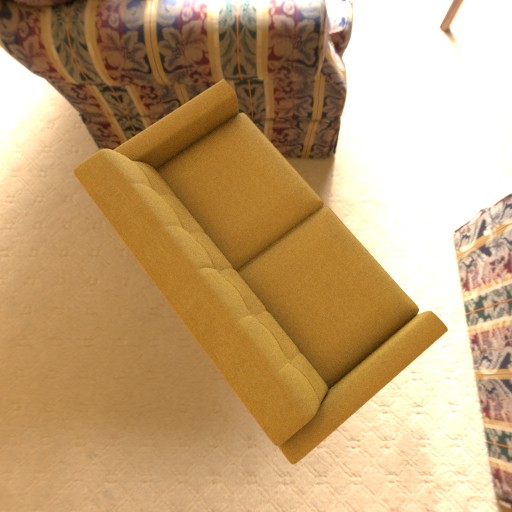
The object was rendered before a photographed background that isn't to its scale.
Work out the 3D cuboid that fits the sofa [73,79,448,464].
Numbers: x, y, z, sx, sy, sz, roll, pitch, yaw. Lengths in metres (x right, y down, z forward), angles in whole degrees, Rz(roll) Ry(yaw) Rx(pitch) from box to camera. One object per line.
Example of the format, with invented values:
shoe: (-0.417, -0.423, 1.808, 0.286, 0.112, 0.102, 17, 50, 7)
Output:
sofa: (0.000, 0.000, 2.157, 0.909, 0.841, 1.631, -37, 77, -10)
